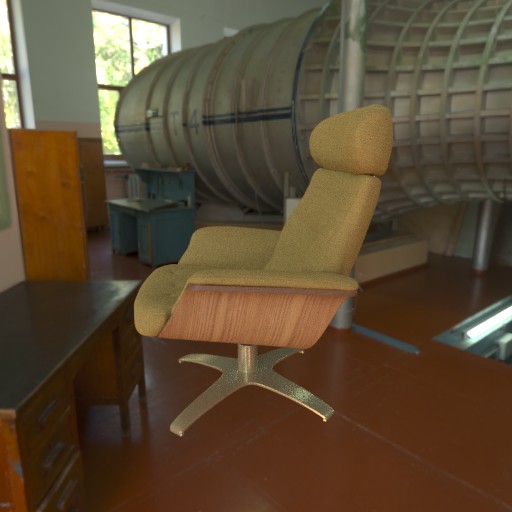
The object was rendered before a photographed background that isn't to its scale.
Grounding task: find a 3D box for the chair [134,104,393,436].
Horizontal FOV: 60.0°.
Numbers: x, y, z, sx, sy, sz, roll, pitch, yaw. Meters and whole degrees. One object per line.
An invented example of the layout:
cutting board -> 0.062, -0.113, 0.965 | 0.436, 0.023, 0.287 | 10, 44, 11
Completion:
chair -> 0.000, 0.000, 1.555 | 0.837, 0.995, 0.785 | -2, 14, -7
